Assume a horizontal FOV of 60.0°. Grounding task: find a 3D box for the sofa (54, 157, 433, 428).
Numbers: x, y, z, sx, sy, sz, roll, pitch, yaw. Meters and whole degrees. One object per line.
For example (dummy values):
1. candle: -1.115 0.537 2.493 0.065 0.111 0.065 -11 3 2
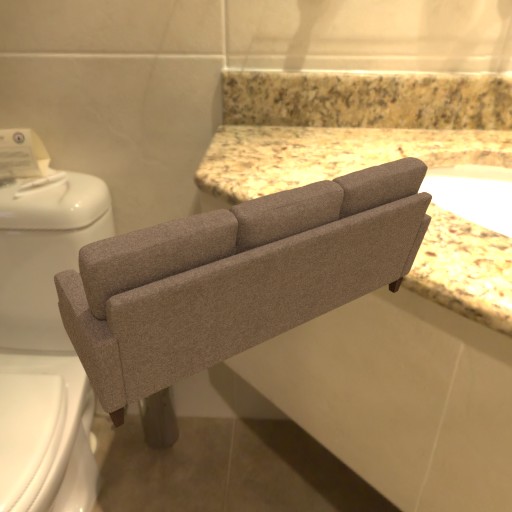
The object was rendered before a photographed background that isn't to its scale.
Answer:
1. sofa: 0.000 0.000 2.599 2.115 0.984 0.888 -19 36 -29
